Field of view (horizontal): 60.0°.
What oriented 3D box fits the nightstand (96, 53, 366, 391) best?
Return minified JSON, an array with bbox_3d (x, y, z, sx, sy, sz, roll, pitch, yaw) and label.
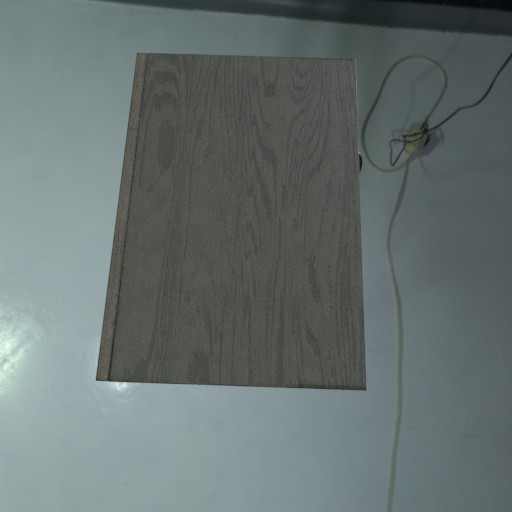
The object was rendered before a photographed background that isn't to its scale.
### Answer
[{"bbox_3d":[0.000,0.000,1.093,0.483,0.673,0.612,2,74,1],"label":"nightstand"}]
